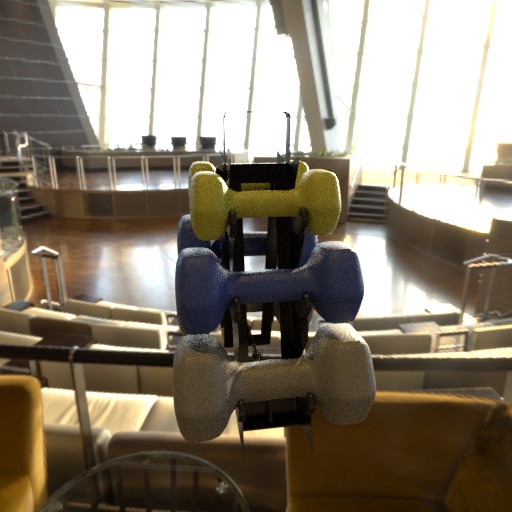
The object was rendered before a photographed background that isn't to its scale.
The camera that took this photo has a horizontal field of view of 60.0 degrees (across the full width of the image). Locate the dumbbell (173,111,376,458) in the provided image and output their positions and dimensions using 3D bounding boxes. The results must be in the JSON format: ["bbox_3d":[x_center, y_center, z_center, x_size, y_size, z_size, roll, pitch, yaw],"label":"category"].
[{"bbox_3d":[0.000,0.000,0.687,0.261,0.426,0.416,-3,17,-9],"label":"dumbbell"}]
